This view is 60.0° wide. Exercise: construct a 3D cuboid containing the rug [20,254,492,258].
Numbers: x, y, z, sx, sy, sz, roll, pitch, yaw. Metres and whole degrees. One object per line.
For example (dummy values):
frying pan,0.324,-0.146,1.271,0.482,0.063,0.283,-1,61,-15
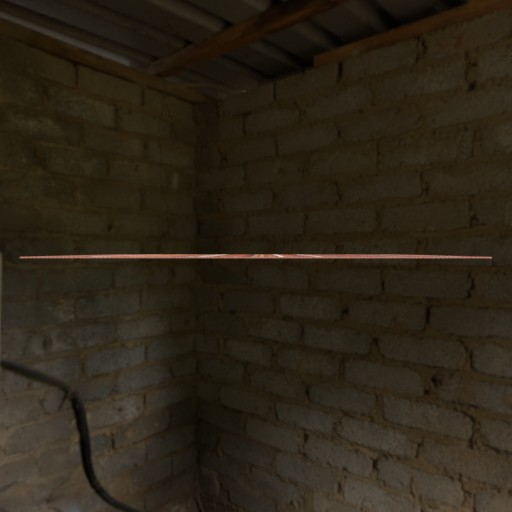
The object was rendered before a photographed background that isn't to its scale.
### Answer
rug,0.000,0.000,2.311,1.828,0.007,1.217,0,1,1
